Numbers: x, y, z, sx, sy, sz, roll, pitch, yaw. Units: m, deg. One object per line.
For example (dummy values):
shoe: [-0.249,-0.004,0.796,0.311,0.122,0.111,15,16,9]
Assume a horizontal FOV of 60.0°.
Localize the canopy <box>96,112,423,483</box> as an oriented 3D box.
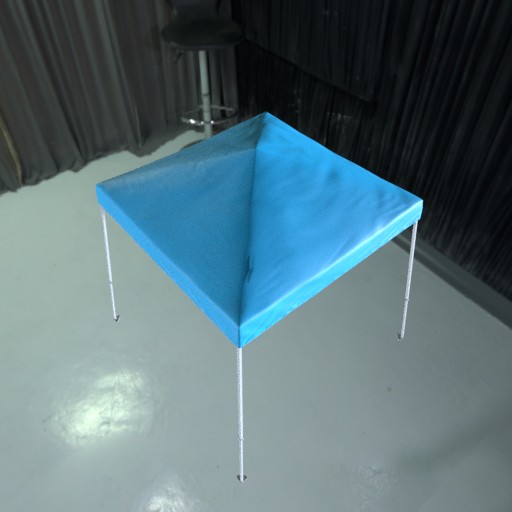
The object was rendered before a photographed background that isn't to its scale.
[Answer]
canopy: [0.000,0.000,5.112,2.849,2.849,2.848,-32,54,-27]
